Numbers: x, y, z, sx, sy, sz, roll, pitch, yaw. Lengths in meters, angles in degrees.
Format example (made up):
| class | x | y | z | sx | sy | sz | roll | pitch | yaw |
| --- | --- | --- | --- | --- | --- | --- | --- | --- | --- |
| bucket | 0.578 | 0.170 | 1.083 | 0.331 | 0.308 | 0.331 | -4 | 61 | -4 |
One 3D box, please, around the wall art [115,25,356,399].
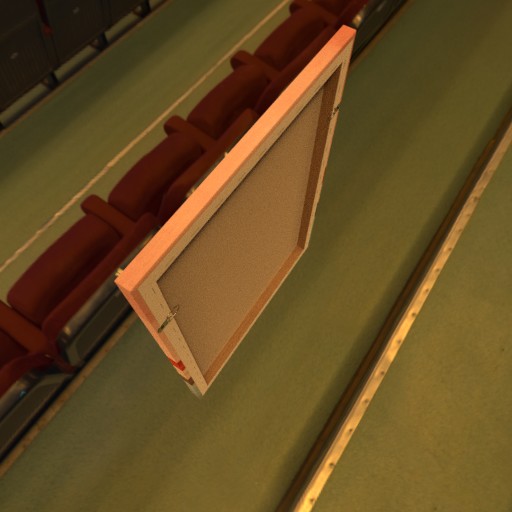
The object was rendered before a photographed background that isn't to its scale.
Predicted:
| class | x | y | z | sx | sy | sz | roll | pitch | yaw |
| --- | --- | --- | --- | --- | --- | --- | --- | --- | --- |
| wall art | 0.000 | 0.000 | 1.304 | 0.039 | 1.016 | 0.761 | 31 | 67 | 15 |
